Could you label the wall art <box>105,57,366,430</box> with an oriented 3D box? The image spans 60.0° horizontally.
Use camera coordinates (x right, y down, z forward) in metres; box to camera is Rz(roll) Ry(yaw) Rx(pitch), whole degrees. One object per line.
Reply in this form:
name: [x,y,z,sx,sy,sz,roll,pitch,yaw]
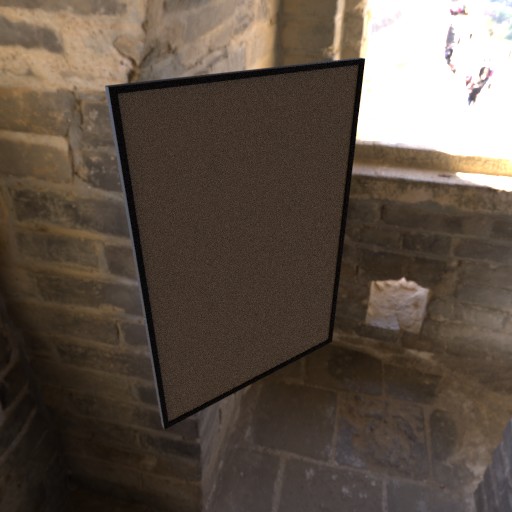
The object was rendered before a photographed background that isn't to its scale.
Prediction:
wall art: [0.000,0.000,0.843,0.460,0.660,0.013,-20,36,-29]
